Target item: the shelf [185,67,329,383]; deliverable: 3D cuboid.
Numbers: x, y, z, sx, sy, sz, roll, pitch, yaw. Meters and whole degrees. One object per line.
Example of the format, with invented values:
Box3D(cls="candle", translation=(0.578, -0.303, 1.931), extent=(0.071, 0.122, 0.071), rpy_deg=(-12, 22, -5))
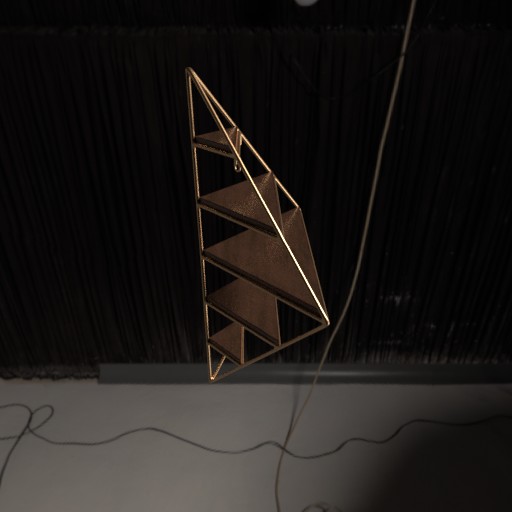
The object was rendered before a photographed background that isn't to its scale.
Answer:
Box3D(cls="shelf", translation=(0.000, 0.000, 1.155), extent=(0.294, 0.913, 0.564), rpy_deg=(-1, 31, -1))
